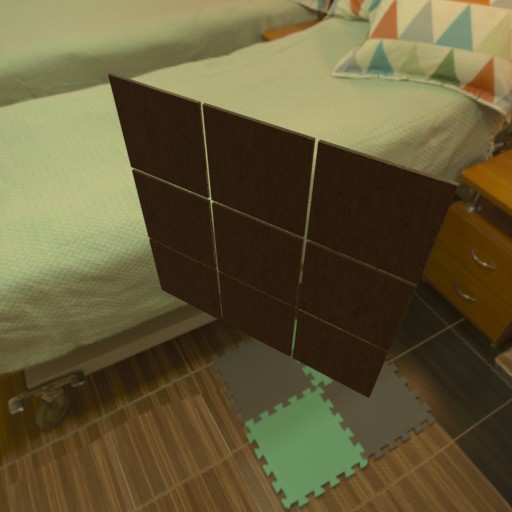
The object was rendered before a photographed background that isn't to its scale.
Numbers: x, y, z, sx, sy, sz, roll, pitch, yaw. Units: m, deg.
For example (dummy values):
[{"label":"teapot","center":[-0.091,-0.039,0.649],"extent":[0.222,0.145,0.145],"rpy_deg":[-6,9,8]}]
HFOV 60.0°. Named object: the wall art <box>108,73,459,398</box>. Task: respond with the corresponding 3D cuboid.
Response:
[{"label":"wall art","center":[0.000,0.000,1.794],"extent":[1.215,1.213,0.013],"rpy_deg":[24,51,21]}]
